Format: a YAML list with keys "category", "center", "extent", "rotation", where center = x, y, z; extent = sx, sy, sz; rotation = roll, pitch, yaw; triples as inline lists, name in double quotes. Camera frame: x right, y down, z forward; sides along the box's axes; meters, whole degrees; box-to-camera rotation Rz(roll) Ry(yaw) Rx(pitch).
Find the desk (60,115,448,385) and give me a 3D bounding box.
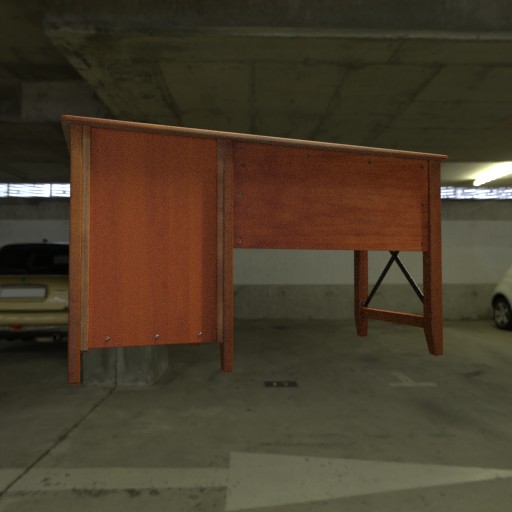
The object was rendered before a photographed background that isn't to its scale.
- category: "desk"
  center: [0.000, 0.000, 1.711]
  extent: [1.353, 0.756, 0.574]
  rotation: [1, -2, -19]
